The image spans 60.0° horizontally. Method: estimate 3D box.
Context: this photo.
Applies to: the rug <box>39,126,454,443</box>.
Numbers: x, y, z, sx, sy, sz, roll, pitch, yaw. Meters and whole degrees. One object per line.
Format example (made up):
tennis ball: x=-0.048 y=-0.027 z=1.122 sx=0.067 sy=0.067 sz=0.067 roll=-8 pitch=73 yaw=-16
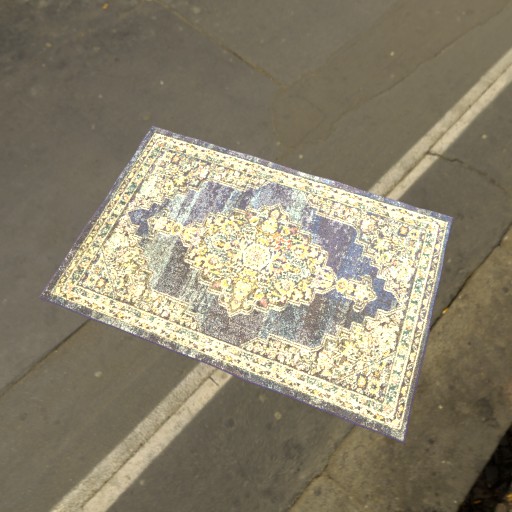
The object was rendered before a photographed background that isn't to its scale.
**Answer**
rug: x=0.000 y=0.000 z=2.227 sx=1.781 sy=0.012 sz=1.184 roll=19 pitch=64 yaw=10
